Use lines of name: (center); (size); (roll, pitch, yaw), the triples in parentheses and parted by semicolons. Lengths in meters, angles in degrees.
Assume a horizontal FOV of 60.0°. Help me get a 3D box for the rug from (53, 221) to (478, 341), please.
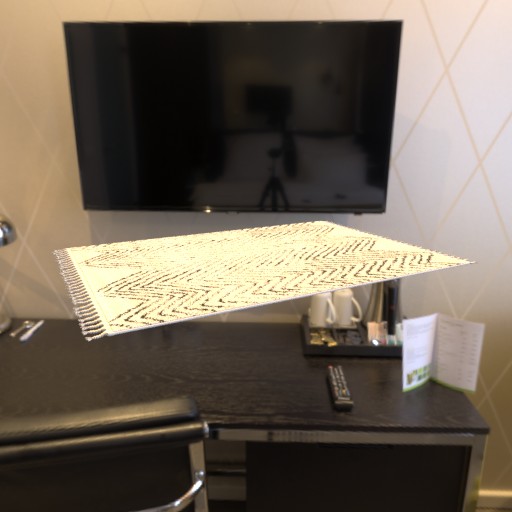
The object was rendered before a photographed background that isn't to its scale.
rug: (0.000, 0.000, 2.280); (1.847, 0.014, 1.230); (-8, 17, -27)
